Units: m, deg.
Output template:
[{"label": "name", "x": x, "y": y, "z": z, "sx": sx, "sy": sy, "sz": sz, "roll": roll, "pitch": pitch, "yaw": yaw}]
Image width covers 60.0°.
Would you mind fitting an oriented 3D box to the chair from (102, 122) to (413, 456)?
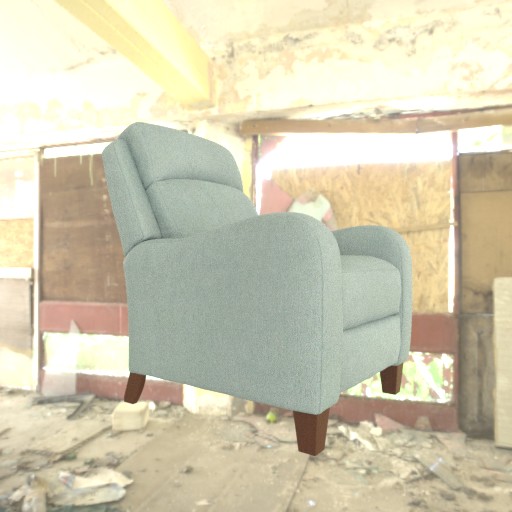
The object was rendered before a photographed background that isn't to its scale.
[{"label": "chair", "x": 0.000, "y": 0.000, "z": 1.720, "sx": 0.988, "sy": 1.067, "sz": 0.785, "roll": 0, "pitch": 0, "yaw": 36}]
